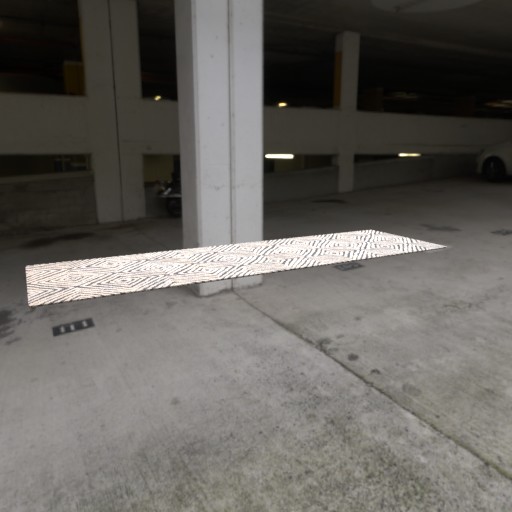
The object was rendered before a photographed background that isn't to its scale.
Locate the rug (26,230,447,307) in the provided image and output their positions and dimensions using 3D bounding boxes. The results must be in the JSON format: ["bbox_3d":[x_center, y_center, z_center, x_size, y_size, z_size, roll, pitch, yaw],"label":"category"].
[{"bbox_3d":[0.000,0.000,2.465,2.277,0.008,0.676,-7,15,-27],"label":"rug"}]
